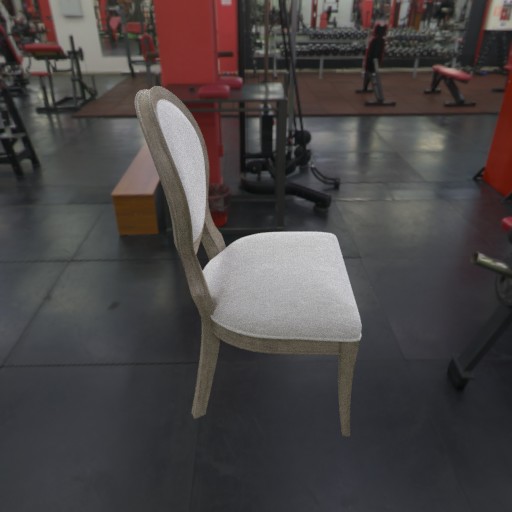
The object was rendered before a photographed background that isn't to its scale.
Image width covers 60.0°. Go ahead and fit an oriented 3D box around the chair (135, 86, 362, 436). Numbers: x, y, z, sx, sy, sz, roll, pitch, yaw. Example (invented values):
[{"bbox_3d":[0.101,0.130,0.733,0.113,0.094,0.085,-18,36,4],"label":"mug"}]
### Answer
[{"bbox_3d":[0.000,0.000,1.375,0.602,0.990,0.558,1,30,1],"label":"chair"}]
